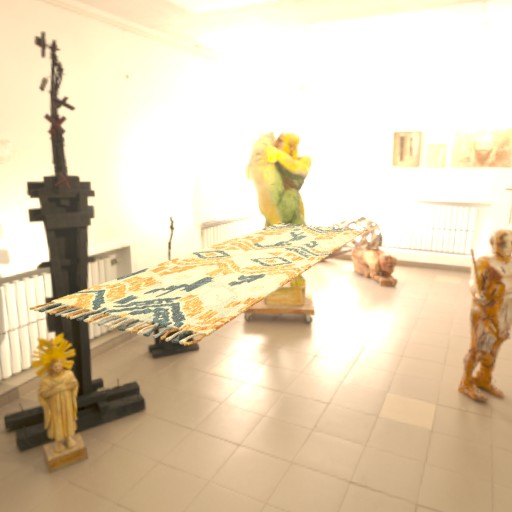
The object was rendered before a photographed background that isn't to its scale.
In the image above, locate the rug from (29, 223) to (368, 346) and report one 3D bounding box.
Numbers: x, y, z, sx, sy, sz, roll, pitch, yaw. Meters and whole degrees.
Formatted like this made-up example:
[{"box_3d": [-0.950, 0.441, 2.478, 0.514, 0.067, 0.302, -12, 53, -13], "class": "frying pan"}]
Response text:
[{"box_3d": [0.000, 0.000, 2.626, 0.783, 0.010, 2.437, 6, 15, 26], "class": "rug"}]
